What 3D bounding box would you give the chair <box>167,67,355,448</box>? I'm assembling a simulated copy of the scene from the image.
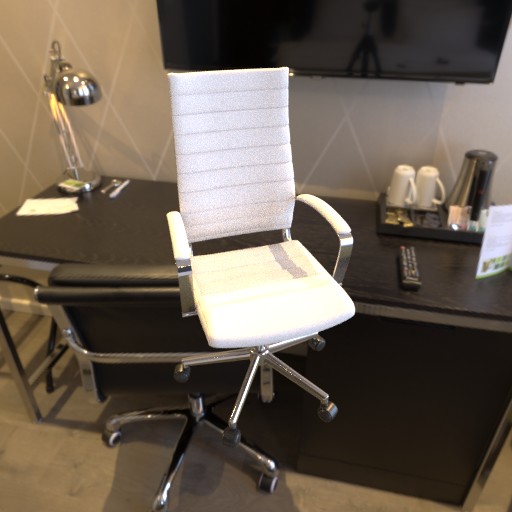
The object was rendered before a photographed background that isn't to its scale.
[{"bbox_3d":[0.000,0.000,1.581,0.679,1.149,0.679,-9,33,-15],"label":"chair"}]
